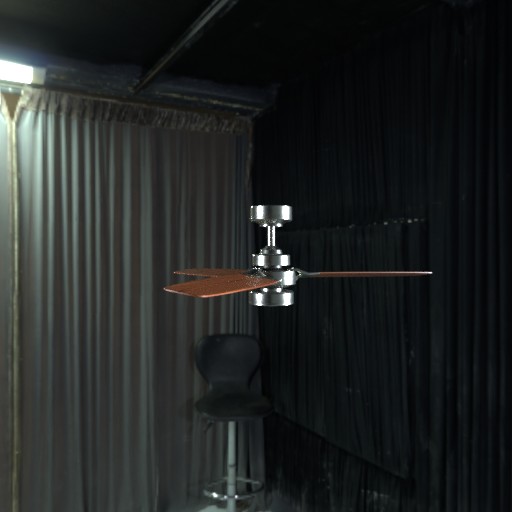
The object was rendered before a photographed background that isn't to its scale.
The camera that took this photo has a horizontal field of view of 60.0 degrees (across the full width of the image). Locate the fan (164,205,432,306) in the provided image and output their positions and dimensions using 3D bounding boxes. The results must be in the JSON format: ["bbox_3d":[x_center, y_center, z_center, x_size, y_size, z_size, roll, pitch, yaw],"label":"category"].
[{"bbox_3d":[0.000,0.000,1.993,1.416,0.410,1.271,0,1,-37],"label":"fan"}]
